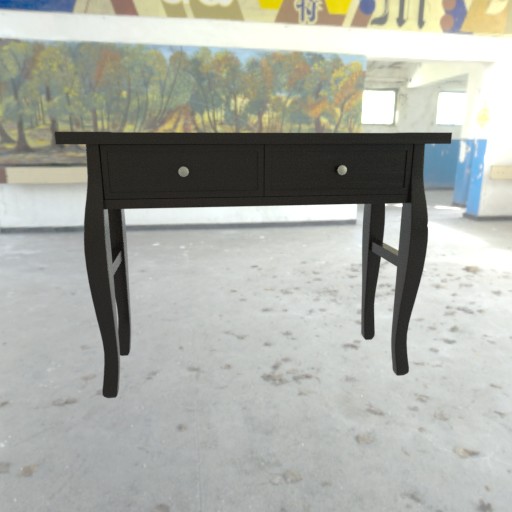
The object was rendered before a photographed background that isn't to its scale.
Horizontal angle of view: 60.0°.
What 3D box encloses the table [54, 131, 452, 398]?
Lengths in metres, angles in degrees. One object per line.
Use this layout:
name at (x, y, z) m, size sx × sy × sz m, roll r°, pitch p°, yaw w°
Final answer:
table at (0.000, 0.000, 1.437) m, size 1.062 × 0.768 × 0.373 m, roll -2°, pitch 15°, yaw -8°
